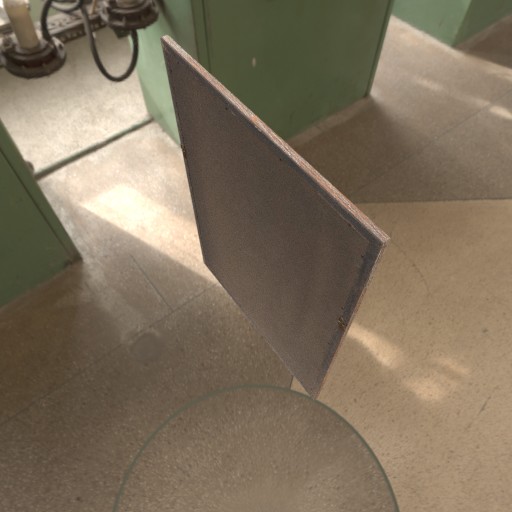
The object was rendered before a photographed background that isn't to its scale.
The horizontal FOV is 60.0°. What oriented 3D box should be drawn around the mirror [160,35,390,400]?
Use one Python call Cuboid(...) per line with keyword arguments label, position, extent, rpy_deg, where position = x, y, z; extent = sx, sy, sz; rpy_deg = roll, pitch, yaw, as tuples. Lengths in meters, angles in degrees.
Cuboid(label="mirror", position=(0.000, 0.000, 1.286), extent=(0.025, 0.996, 0.705), rpy_deg=(-32, 63, -18))
